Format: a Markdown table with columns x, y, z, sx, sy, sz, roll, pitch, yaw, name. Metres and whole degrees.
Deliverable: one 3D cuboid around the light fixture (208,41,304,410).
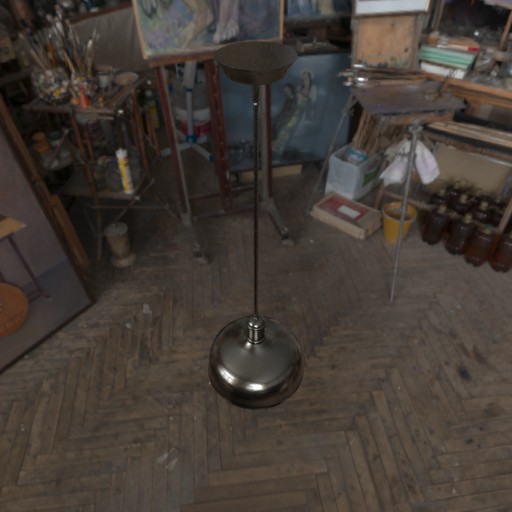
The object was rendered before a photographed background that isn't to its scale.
| x | y | z | sx | sy | sz | roll | pitch | yaw | name |
| --- | --- | --- | --- | --- | --- | --- | --- | --- | --- |
| 0.000 | 0.000 | 1.074 | 0.299 | 0.935 | 0.299 | -1 | 43 | -1 | light fixture |
